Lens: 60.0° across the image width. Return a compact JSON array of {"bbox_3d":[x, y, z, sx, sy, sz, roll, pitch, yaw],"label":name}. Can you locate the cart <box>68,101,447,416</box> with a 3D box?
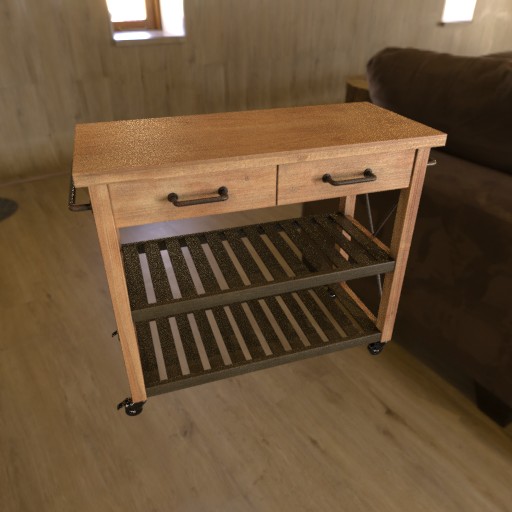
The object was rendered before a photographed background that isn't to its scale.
[{"bbox_3d":[0.000,0.000,0.976,0.686,0.554,0.298,-10,33,-16],"label":"cart"}]
